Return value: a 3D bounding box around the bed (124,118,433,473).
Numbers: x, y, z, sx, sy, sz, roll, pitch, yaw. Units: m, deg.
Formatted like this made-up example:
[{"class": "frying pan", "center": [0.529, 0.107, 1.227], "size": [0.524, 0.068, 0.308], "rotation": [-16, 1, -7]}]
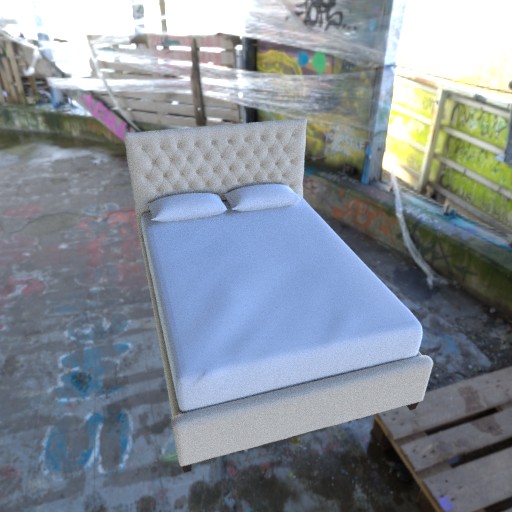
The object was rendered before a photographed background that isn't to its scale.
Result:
[{"class": "bed", "center": [0.000, 0.000, 3.460], "size": [1.698, 1.427, 2.387], "rotation": [-9, 33, -14]}]
